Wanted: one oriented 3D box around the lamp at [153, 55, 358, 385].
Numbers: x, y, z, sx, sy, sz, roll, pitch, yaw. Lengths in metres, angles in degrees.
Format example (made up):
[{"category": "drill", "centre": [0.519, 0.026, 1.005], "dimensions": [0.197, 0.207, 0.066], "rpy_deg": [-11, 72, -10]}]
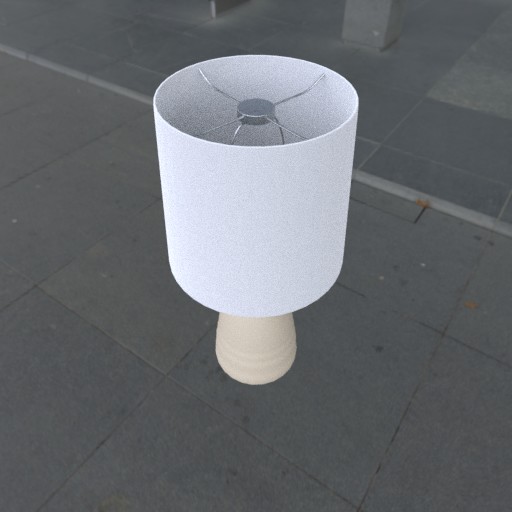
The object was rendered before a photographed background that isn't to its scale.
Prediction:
[{"category": "lamp", "centre": [0.000, 0.000, 0.488], "dimensions": [0.186, 0.369, 0.186], "rpy_deg": [0, 45, 0]}]
